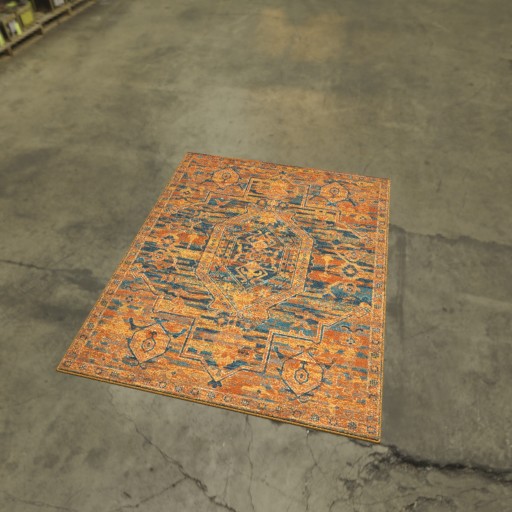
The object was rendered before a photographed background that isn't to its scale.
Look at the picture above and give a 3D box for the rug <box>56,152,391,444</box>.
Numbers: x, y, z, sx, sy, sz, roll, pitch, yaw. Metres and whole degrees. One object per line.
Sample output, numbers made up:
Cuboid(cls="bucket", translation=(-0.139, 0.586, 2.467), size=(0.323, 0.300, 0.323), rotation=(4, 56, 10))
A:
Cuboid(cls="rug", translation=(0.000, 0.000, 4.206), size=(2.435, 0.031, 3.040), rotation=(10, 47, 9))
